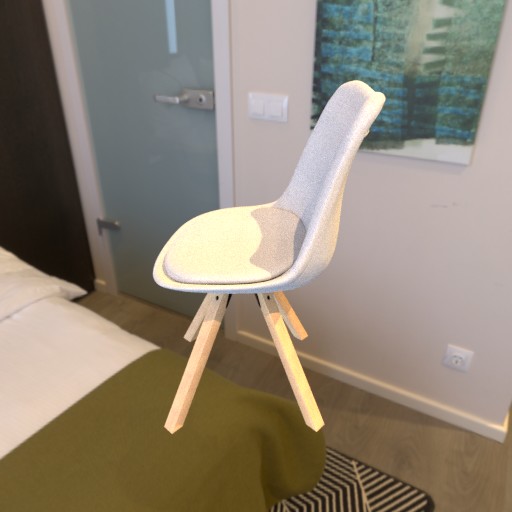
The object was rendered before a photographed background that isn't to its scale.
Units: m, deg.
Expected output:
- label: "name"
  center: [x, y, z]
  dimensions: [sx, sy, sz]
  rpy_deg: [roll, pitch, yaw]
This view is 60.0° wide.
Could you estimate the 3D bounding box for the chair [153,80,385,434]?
- label: "chair"
  center: [0.000, 0.000, 1.200]
  dimensions: [0.549, 0.863, 0.474]
  rpy_deg: [0, 28, 0]
